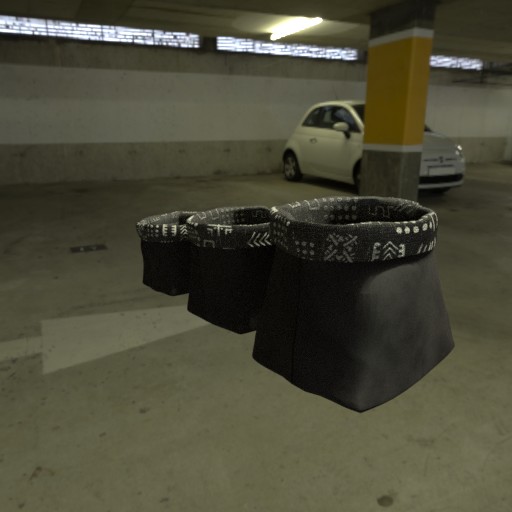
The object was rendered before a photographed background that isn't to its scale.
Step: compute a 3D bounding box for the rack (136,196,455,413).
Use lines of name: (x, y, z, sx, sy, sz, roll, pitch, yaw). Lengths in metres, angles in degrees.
rack: (0.000, 0.000, 1.116, 0.379, 0.323, 0.905, -15, 22, -42)
